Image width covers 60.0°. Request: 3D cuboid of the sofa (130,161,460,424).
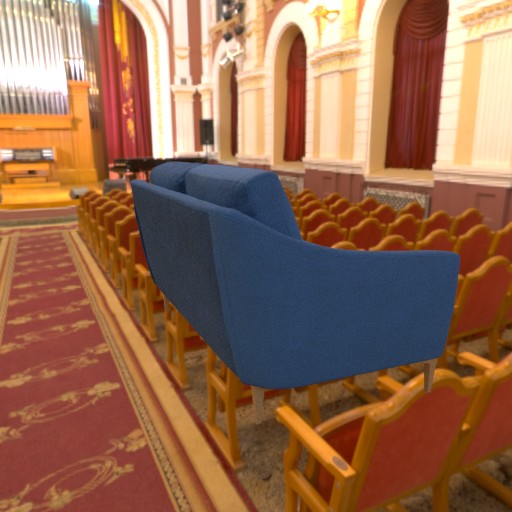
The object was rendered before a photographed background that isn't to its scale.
[{"bbox_3d":[0.000,0.000,2.186,0.960,0.902,1.619,-7,15,-25],"label":"sofa"}]
